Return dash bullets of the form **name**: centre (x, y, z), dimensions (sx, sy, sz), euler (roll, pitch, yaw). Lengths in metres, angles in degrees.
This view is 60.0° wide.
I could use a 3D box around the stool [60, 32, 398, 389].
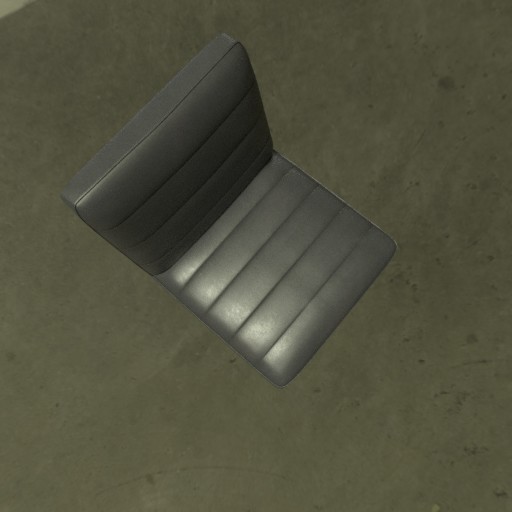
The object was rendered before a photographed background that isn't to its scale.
- **stool**: centre (0.000, 0.000, 1.217), dimensions (0.552, 0.938, 0.457), euler (40, 81, 8)
